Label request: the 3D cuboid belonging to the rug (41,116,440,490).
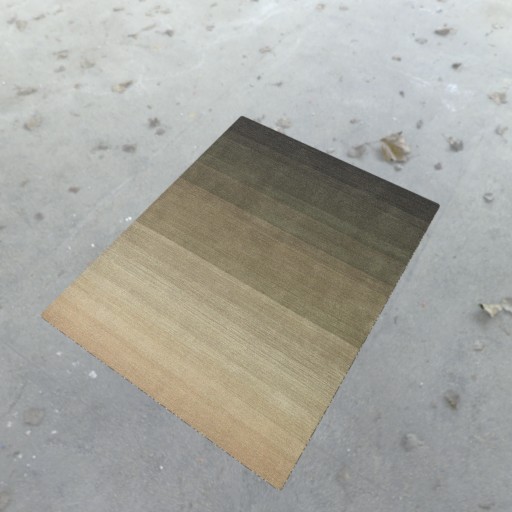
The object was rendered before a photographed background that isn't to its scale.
[{"bbox_3d":[0.000,0.000,3.905,2.305,0.017,2.902,29,62,17],"label":"rug"}]
